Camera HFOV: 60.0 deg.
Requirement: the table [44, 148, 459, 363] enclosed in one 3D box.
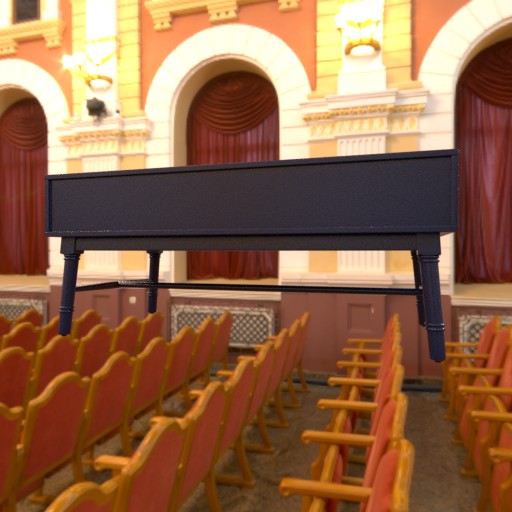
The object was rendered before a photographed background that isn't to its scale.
[{"bbox_3d":[0.000,0.000,1.357,1.067,0.457,0.572,0,1,17],"label":"table"}]
